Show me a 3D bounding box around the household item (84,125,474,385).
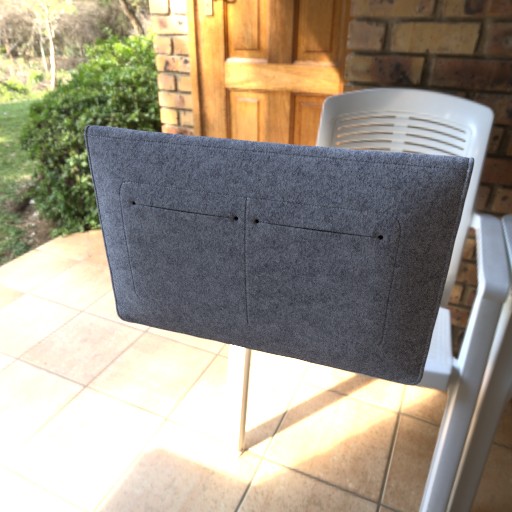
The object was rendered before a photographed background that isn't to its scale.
[{"bbox_3d":[0.000,0.000,0.422,0.335,0.221,0.057,9,30,16],"label":"household item"}]
